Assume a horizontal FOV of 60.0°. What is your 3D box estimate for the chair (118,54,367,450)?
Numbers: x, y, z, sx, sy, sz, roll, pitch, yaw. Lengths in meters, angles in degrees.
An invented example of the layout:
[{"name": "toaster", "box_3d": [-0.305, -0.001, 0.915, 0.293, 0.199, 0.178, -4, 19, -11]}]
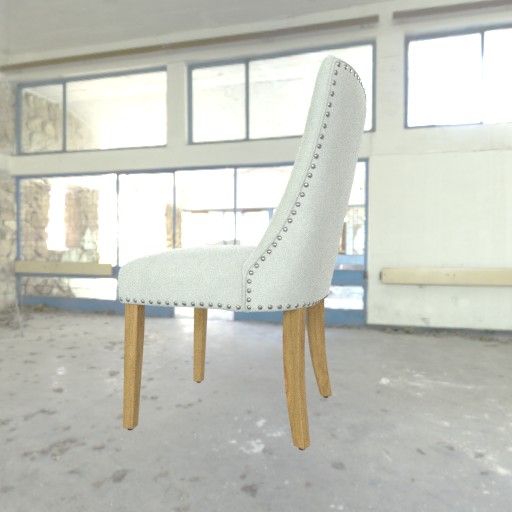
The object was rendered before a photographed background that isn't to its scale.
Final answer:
[{"name": "chair", "box_3d": [0.000, 0.000, 1.268, 0.610, 0.902, 0.495, 0, 1, 17]}]
